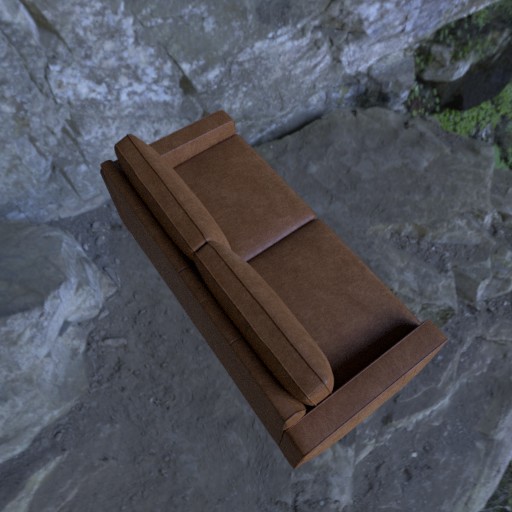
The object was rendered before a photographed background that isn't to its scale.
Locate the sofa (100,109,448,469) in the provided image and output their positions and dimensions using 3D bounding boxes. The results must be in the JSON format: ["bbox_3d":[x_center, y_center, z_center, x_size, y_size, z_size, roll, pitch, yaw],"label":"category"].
[{"bbox_3d":[0.000,0.000,2.682,0.991,0.928,2.156,-32,65,-17],"label":"sofa"}]
